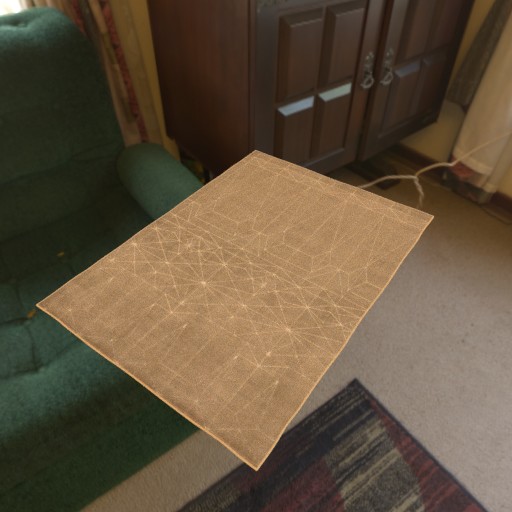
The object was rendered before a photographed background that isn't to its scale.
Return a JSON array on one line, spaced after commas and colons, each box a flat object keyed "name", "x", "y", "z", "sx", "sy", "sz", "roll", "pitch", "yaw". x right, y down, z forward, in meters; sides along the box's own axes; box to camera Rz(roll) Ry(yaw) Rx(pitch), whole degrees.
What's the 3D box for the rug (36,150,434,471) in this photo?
[{"name": "rug", "x": 0.000, "y": 0.000, "z": 4.429, "sx": 2.449, "sy": 0.019, "sz": 3.357, "roll": 26, "pitch": 49, "yaw": 25}]
